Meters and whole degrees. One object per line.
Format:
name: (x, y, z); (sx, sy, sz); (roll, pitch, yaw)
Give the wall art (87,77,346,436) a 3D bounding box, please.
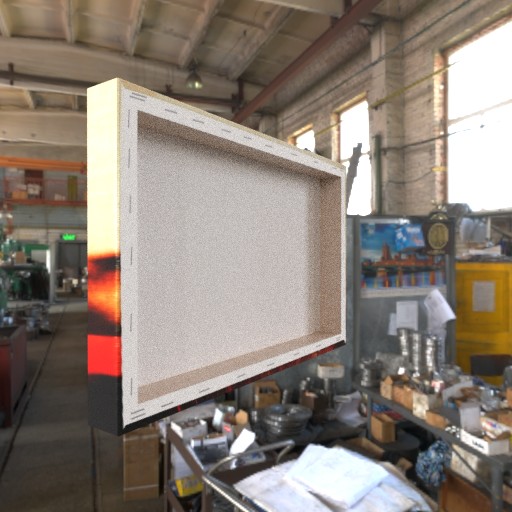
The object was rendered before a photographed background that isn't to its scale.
wall art: (0.000, 0.000, 0.475); (0.037, 0.251, 0.383); (0, 0, 36)
